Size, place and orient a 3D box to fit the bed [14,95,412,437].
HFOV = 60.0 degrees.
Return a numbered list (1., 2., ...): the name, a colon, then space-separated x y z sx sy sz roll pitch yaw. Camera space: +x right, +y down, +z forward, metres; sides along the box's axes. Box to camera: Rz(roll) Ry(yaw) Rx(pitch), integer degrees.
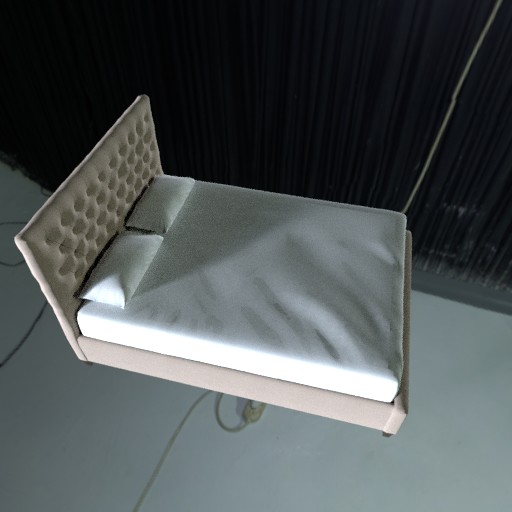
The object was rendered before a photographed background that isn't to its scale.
1. bed: 0.000 0.000 3.300 2.387 1.427 1.698 10 48 10
